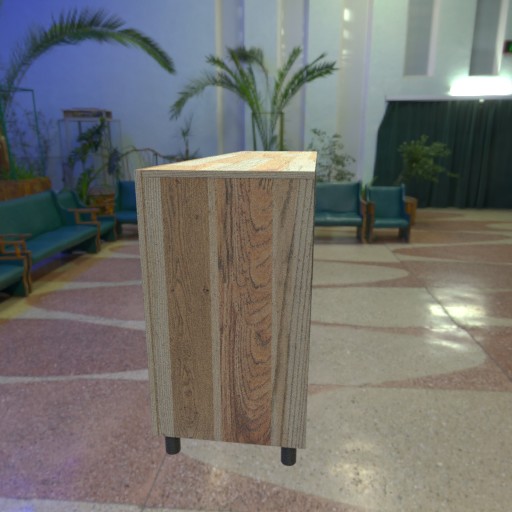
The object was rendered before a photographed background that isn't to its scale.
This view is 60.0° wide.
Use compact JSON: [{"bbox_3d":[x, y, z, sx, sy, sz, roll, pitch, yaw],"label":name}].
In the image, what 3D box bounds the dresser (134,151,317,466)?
[{"bbox_3d":[0.000,0.000,1.911,0.487,0.834,1.547,2,15,8],"label":"dresser"}]
